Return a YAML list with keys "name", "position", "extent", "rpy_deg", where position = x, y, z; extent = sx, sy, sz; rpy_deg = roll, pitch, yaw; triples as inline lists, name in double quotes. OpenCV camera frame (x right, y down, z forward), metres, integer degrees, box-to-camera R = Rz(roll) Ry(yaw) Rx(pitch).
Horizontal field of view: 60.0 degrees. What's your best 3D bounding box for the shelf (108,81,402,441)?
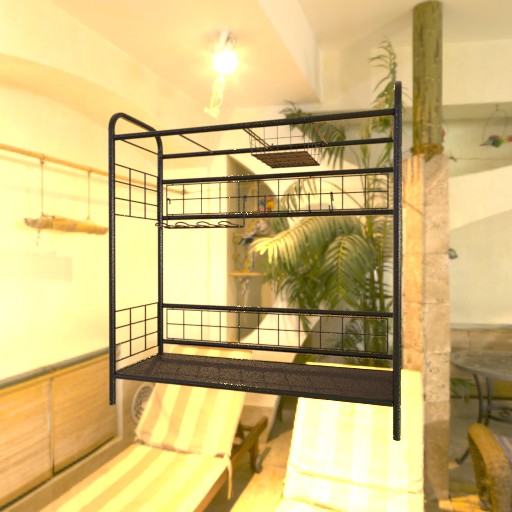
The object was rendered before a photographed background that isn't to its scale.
- name: "shelf"
  position: [0.000, 0.000, 1.539]
  extent: [0.961, 1.026, 0.350]
  rpy_deg: [0, 1, 18]
